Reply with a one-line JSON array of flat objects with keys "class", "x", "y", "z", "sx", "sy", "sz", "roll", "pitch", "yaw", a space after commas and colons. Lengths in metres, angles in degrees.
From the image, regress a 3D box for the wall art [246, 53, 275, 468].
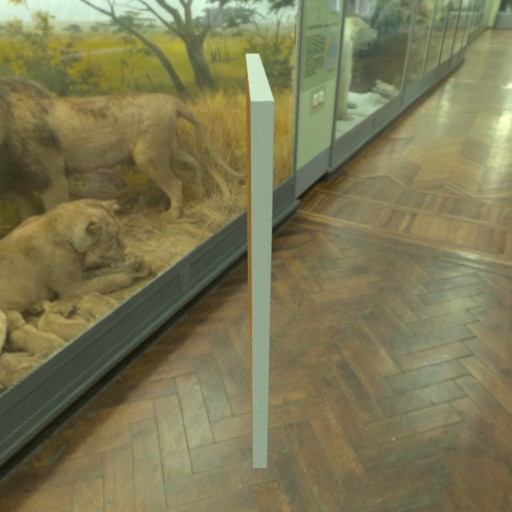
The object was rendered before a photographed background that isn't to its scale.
[{"class": "wall art", "x": 0.000, "y": 0.000, "z": 0.780, "sx": 0.025, "sy": 0.608, "sz": 0.405, "roll": -1, "pitch": 31, "yaw": -2}]
